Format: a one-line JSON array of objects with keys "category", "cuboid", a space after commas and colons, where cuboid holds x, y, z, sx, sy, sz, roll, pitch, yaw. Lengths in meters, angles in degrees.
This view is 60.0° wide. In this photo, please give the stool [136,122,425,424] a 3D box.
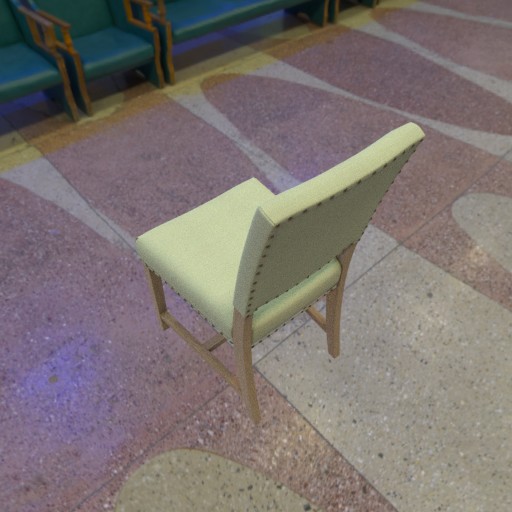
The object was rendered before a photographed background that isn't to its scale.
[{"category": "stool", "cuboid": [0.000, 0.000, 1.349, 0.508, 0.986, 0.623, -32, 55, -26]}]
